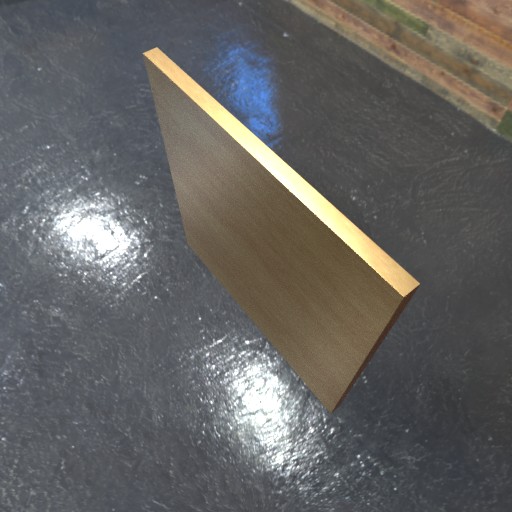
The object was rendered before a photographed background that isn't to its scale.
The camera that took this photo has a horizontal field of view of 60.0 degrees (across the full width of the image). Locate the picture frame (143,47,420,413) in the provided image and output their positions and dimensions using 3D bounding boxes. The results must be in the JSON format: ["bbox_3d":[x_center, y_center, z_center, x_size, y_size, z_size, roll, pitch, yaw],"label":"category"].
[{"bbox_3d":[0.000,0.000,1.143,0.037,0.761,0.758,-34,64,-19],"label":"picture frame"}]
